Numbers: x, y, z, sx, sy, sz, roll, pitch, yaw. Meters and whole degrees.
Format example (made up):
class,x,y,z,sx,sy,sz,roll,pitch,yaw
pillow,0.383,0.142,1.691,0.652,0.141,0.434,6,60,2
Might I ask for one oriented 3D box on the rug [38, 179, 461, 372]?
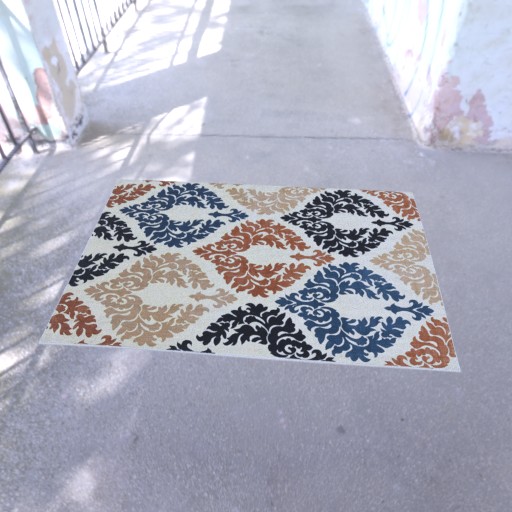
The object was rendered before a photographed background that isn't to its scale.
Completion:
class,x,y,z,sx,sy,sz,roll,pitch,yaw
rug,0.000,0.000,2.885,2.275,0.014,1.514,3,46,3
